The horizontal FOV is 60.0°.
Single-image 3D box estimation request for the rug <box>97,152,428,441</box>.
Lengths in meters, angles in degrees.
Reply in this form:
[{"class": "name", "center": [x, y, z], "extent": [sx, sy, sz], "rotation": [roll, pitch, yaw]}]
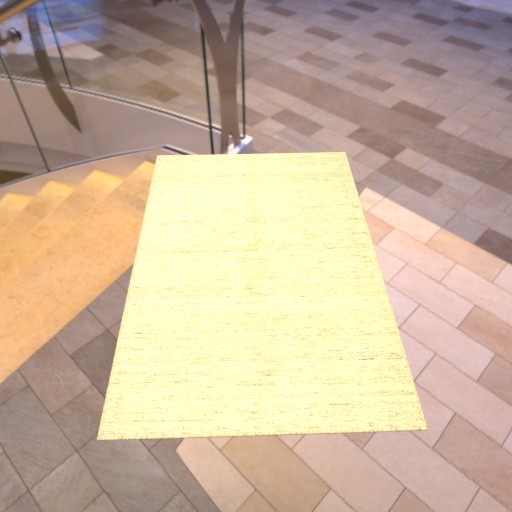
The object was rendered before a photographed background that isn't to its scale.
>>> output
[{"class": "rug", "center": [0.000, 0.000, 2.299], "extent": [1.250, 0.015, 1.850], "rotation": [-1, 47, -1]}]
